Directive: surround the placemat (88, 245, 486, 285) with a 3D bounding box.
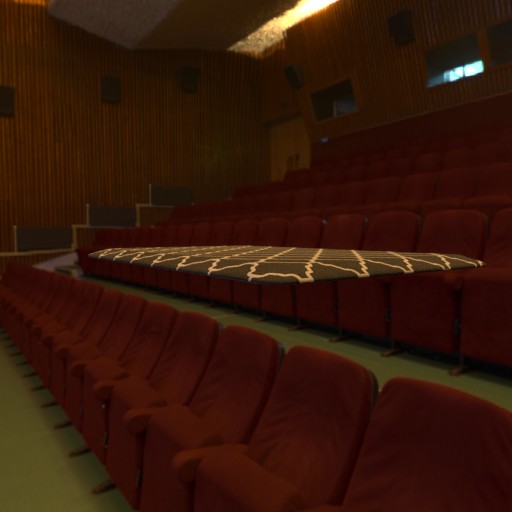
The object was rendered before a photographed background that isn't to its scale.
[{"bbox_3d":[0.000,0.000,0.954,0.508,0.021,0.762,-2,4,-36],"label":"placemat"}]
